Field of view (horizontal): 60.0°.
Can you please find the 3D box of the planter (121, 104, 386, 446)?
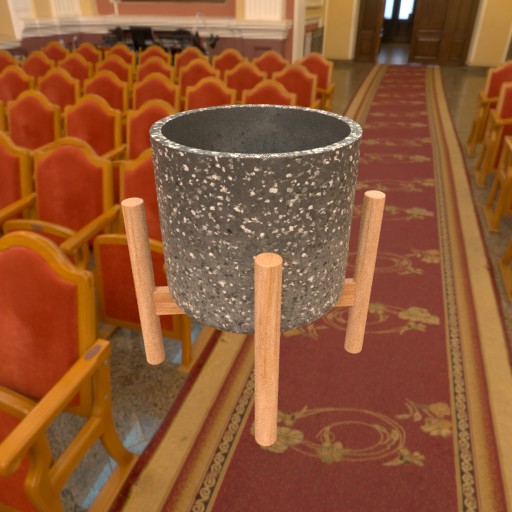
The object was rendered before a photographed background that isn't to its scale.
[{"bbox_3d":[0.000,0.000,0.552,0.284,0.320,0.284,9,31,16],"label":"planter"}]
